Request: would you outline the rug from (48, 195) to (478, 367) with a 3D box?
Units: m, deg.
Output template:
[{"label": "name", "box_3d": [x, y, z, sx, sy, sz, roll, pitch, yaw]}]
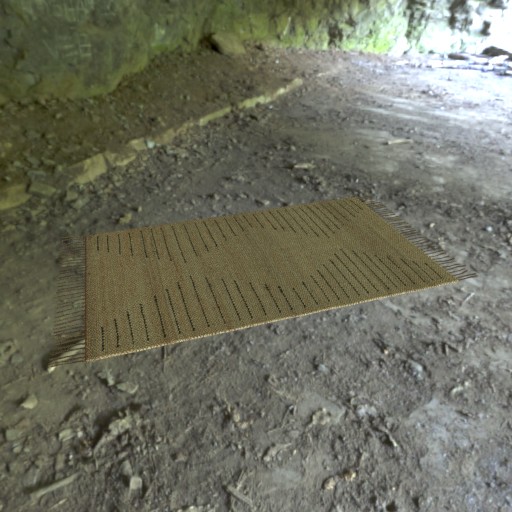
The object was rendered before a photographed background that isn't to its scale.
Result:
[{"label": "rug", "box_3d": [0.000, 0.000, 2.020, 1.718, 0.017, 0.905, -10, 33, -15]}]
